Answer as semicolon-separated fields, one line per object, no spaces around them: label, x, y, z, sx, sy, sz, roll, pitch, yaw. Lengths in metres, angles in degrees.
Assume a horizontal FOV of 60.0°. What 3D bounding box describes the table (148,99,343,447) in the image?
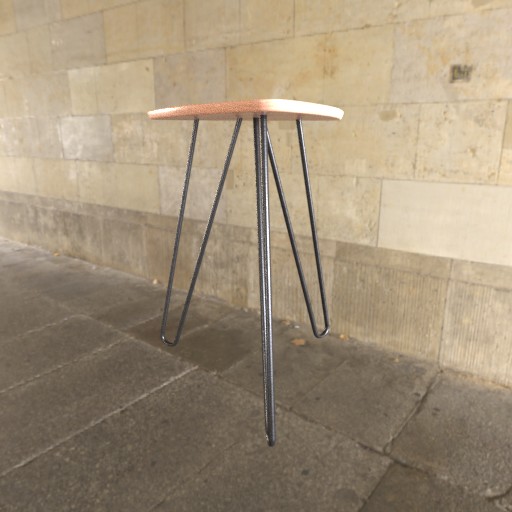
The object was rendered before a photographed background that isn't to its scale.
table;0.000;0.000;0.887;0.442;0.564;0.455;-2;15;-6
